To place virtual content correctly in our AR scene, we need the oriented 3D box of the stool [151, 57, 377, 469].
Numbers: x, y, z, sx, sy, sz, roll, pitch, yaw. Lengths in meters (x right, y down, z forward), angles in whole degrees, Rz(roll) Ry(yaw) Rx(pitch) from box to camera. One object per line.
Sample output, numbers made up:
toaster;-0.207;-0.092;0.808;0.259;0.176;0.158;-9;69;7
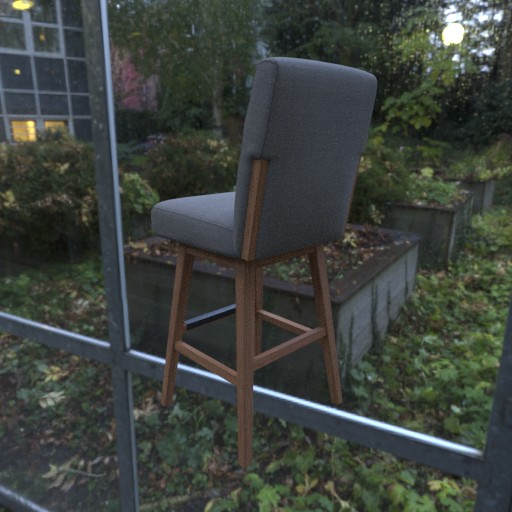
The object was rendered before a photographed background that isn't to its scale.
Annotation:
stool;0.000;0.000;1.438;0.483;1.112;0.570;-14;21;-42
